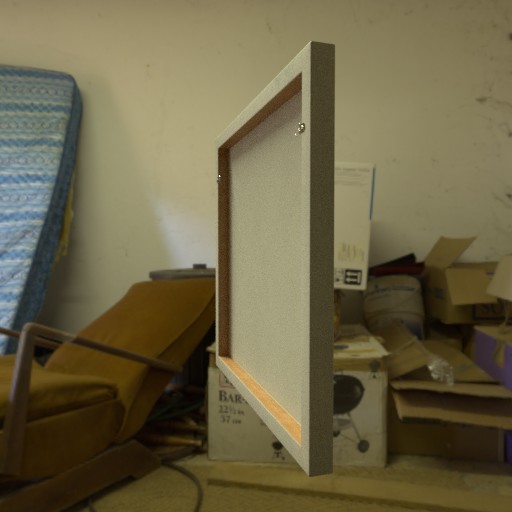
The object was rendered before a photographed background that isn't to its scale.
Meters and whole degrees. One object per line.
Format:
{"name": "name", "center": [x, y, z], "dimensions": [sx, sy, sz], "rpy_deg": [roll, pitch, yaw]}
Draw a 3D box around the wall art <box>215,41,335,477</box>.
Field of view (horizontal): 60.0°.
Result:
{"name": "wall art", "center": [0.000, 0.000, 0.916], "dimensions": [0.040, 0.612, 0.612], "rpy_deg": [-1, 2, -18]}
